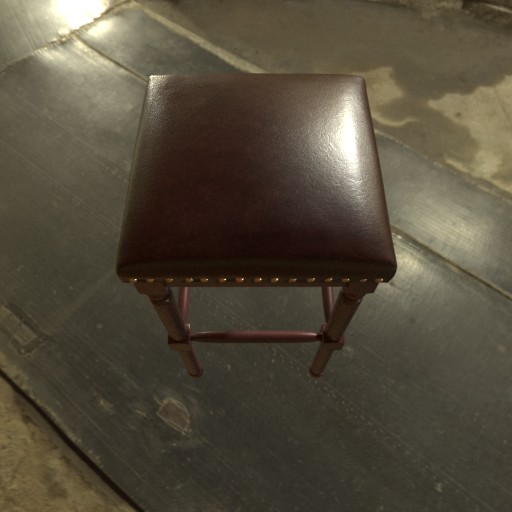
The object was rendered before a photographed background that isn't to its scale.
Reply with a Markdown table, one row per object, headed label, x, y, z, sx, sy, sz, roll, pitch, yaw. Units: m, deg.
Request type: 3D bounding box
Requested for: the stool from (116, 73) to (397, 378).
| label | x | y | z | sx | sy | sz | roll | pitch | yaw |
| --- | --- | --- | --- | --- | --- | --- | --- | --- | --- |
| stool | 0.000 | 0.000 | 0.941 | 0.382 | 0.702 | 0.383 | 0 | 61 | 0 |
